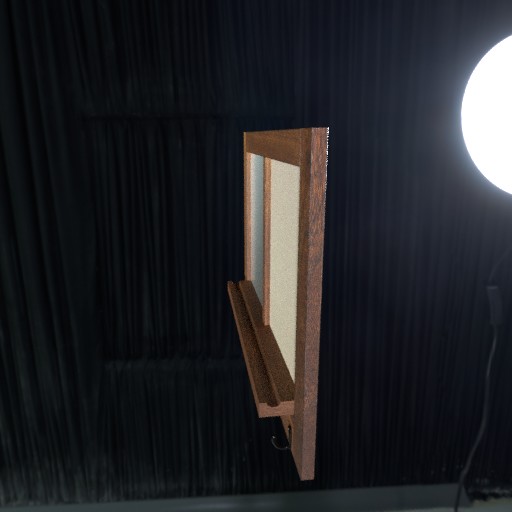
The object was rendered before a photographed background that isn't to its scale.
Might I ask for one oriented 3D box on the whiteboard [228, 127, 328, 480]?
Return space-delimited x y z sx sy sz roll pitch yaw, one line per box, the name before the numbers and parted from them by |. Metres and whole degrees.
whiteboard | 0.000 0.000 1.028 0.083 0.559 0.783 -2 15 -8
